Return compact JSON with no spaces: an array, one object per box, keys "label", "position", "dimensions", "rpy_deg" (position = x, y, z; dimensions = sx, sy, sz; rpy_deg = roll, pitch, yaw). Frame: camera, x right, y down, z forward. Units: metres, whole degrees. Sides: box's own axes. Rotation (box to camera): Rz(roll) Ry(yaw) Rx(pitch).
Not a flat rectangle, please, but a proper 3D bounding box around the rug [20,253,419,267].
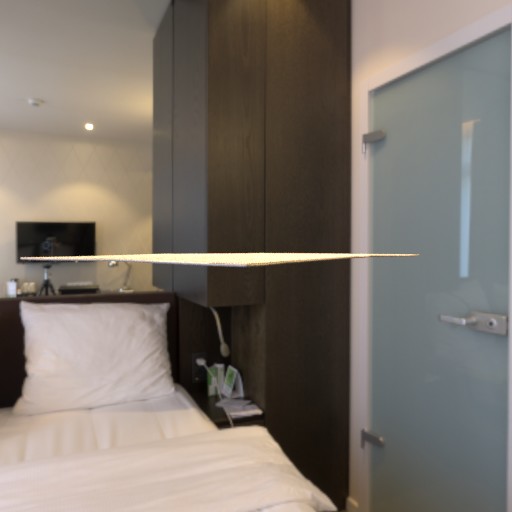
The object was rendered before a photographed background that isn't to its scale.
[{"label":"rug","position":[0.000,0.000,2.234],"dimensions":[1.149,0.021,1.773],"rpy_deg":[1,1,35]}]
